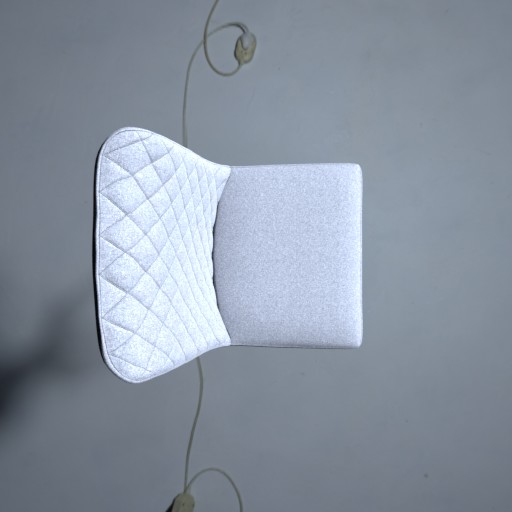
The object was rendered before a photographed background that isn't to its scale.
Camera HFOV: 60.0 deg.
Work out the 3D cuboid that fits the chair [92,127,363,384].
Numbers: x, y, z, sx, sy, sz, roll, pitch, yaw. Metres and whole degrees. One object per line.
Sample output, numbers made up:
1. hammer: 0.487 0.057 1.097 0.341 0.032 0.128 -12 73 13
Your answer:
1. chair: 0.000 0.000 1.206 0.587 0.889 0.508 0 90 -1
